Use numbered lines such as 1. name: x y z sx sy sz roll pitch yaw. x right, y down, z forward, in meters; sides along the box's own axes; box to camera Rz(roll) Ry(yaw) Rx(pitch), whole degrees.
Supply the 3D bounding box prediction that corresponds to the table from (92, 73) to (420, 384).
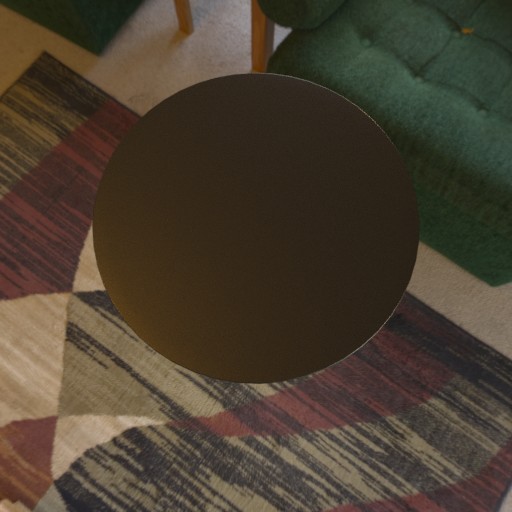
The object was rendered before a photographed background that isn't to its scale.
1. table: 0.000 0.000 1.107 0.597 0.618 0.597 0 76 0
